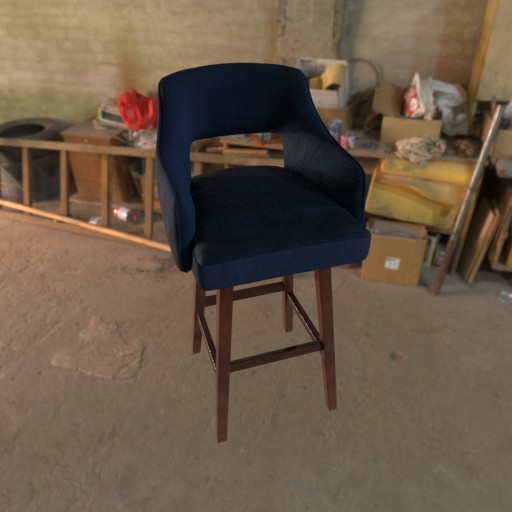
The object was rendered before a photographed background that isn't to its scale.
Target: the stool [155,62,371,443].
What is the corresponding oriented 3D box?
[{"bbox_3d":[0.000,0.000,1.395,0.550,1.041,0.560,-10,35,-15],"label":"stool"}]
